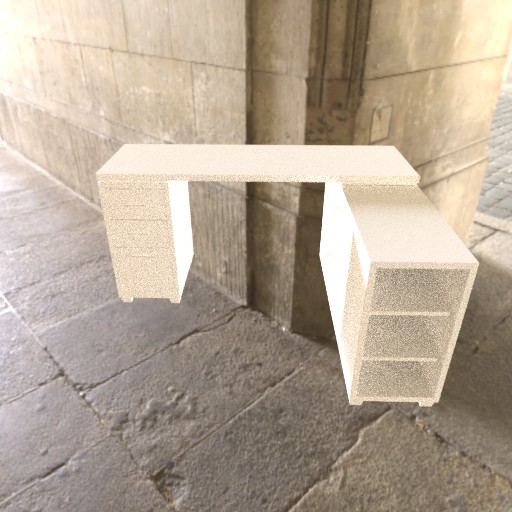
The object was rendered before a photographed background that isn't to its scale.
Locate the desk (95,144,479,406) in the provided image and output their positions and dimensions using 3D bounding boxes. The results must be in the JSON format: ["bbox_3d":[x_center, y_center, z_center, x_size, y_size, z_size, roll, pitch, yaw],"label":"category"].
[{"bbox_3d":[0.000,0.000,2.182,1.524,0.759,1.199,1,30,1],"label":"desk"}]
